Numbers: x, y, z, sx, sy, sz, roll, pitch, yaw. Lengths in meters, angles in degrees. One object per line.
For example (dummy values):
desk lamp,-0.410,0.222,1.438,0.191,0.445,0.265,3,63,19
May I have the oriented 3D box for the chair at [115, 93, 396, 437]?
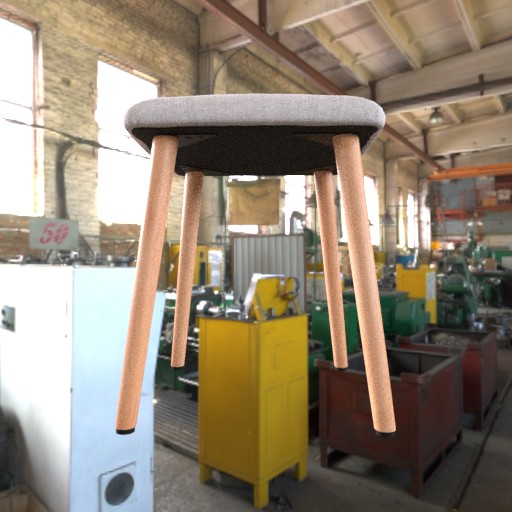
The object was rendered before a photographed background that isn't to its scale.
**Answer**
chair,0.000,0.000,0.710,0.350,0.440,0.350,0,0,1
